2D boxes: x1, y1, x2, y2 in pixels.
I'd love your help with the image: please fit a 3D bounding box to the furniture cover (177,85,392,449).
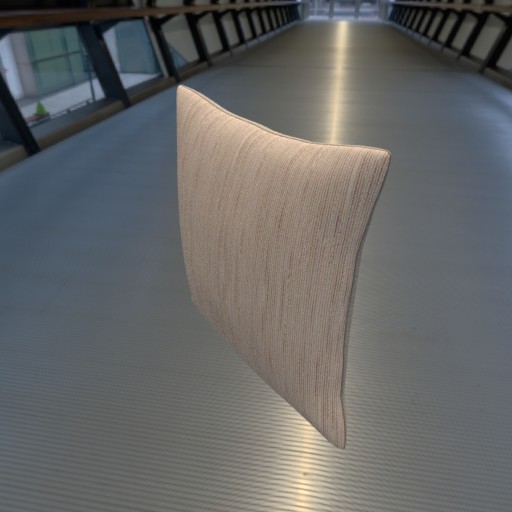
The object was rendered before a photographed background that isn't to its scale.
[{"bbox_3d":[0.000,0.000,0.788,0.178,0.506,0.512,-20,36,-30],"label":"furniture cover"}]
